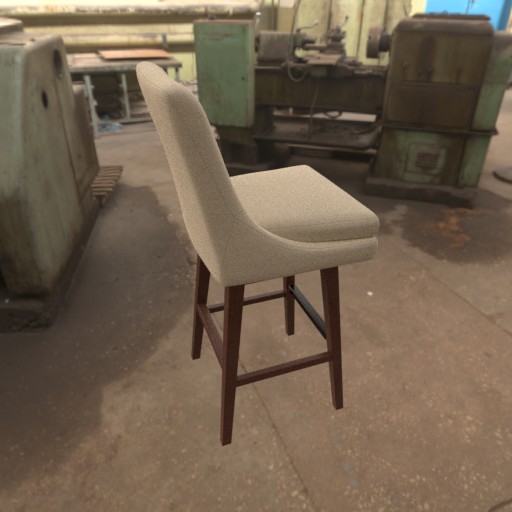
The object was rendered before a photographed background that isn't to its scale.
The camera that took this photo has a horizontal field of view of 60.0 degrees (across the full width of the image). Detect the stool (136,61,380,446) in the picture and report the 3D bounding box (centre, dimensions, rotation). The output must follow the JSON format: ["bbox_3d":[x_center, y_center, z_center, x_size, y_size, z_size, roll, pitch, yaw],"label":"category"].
[{"bbox_3d":[0.000,0.000,1.374,0.559,1.093,0.483,-11,32,-17],"label":"stool"}]
